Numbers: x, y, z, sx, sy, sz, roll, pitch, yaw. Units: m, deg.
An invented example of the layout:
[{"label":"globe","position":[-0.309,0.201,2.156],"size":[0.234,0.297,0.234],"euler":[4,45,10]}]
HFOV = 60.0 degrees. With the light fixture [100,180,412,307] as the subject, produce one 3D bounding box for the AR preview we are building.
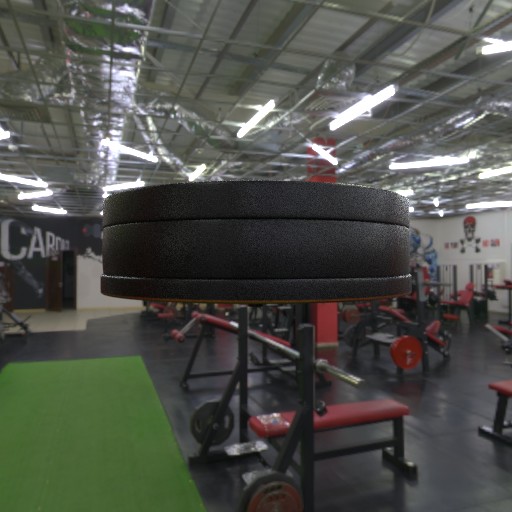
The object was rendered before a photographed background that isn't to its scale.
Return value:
[{"label":"light fixture","position":[0.000,0.000,0.428],"size":[0.283,0.097,0.283],"euler":[0,-1,0]}]
